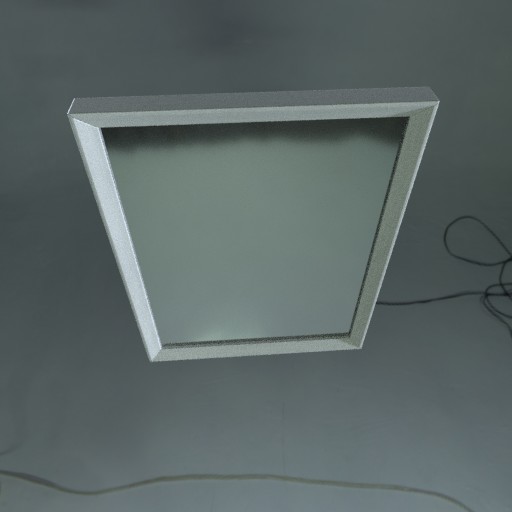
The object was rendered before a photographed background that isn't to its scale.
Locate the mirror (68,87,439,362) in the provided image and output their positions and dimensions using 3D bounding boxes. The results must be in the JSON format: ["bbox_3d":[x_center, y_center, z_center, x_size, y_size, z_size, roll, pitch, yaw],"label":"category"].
[{"bbox_3d":[0.000,0.000,0.679,0.406,0.509,0.041,-3,46,-3],"label":"mirror"}]
